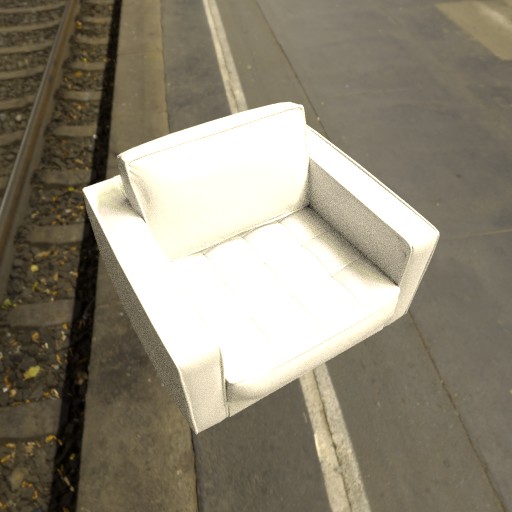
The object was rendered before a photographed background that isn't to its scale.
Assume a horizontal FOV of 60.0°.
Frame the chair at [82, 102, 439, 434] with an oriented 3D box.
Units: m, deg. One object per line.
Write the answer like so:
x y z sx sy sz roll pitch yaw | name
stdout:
0.000 0.000 1.546 0.928 0.773 0.843 -24 52 -20 | chair
